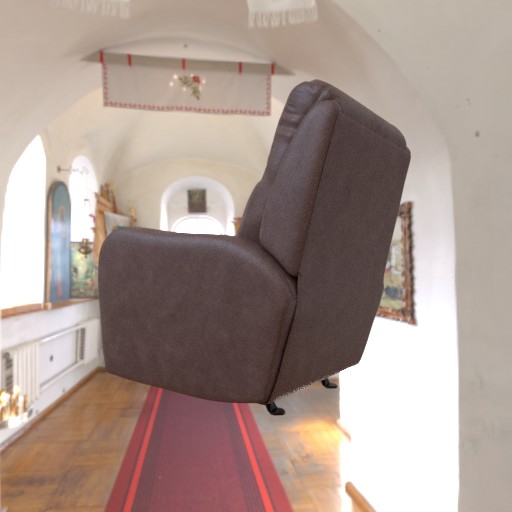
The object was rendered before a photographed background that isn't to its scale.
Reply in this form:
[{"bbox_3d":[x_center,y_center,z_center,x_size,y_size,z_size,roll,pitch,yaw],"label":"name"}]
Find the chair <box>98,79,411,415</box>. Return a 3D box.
[{"bbox_3d":[0.000,0.000,1.812,1.067,1.067,0.865,0,-1,37],"label":"chair"}]
